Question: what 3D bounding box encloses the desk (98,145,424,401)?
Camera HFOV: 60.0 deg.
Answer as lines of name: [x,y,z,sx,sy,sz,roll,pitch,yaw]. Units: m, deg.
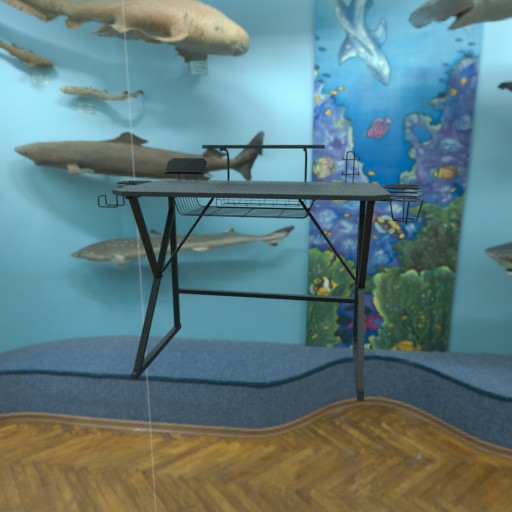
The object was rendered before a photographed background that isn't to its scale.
desk: [0.000,0.000,1.808,1.290,0.880,0.580,2,14,10]
